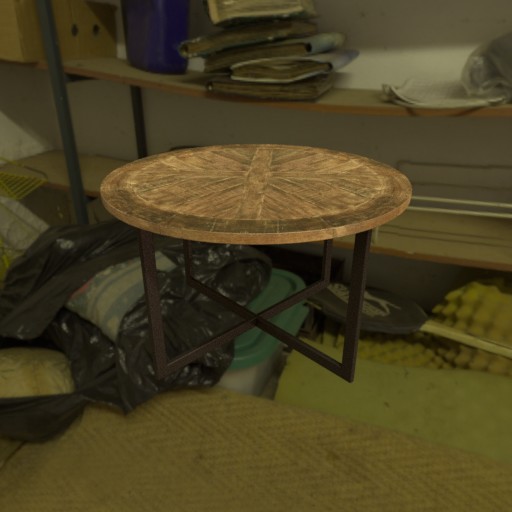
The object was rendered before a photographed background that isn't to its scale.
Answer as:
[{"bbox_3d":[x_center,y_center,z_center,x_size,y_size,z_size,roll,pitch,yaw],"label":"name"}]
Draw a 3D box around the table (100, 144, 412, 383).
[{"bbox_3d":[0.000,0.000,2.048,1.264,0.762,1.264,0,26,0],"label":"table"}]
